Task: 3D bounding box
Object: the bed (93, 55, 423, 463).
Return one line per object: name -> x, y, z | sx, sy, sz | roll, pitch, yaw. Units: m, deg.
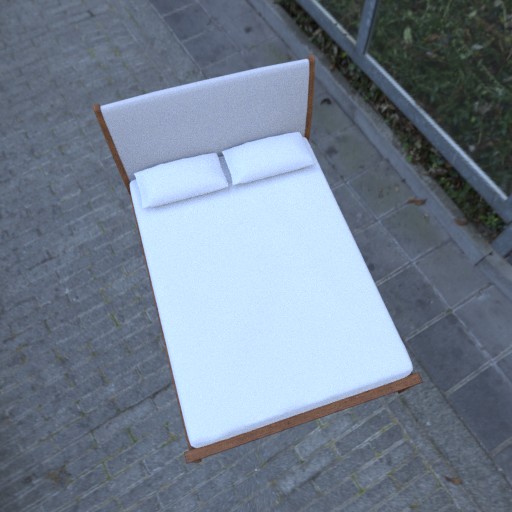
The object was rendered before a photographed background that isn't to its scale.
bed -> 0.000, 0.000, 2.906 | 1.502, 1.135, 2.108 | -16, 65, -8
